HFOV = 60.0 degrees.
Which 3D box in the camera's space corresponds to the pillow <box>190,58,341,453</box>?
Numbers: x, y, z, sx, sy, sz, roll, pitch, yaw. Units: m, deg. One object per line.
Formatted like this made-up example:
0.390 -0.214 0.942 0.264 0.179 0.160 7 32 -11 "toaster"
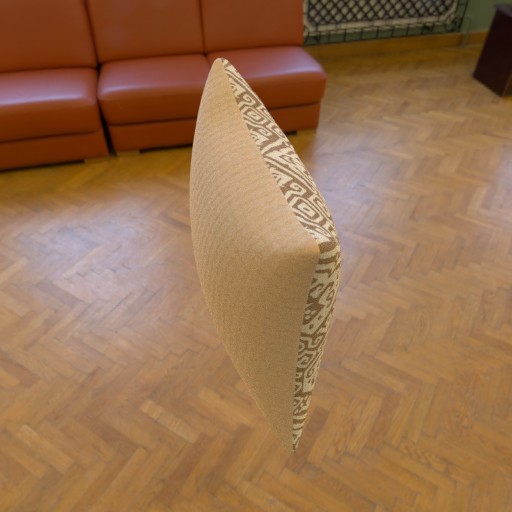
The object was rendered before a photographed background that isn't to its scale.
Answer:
0.000 0.000 0.639 0.173 0.407 0.419 -11 46 -10 "pillow"
